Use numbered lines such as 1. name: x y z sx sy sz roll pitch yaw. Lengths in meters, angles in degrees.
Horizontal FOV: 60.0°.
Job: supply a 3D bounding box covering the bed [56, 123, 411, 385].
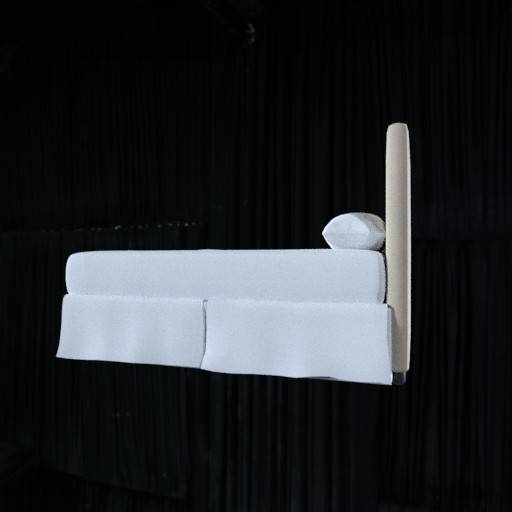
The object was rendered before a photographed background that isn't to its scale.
1. bed: 0.000 0.000 3.258 2.142 1.330 1.723 0 0 19
